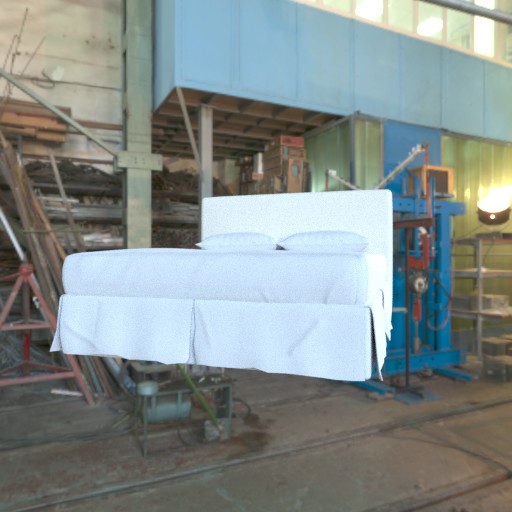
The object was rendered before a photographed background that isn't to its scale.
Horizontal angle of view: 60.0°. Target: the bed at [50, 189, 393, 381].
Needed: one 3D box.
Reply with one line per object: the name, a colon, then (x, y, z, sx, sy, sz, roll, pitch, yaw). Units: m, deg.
bed: (0.000, 0.000, 3.641, 2.119, 1.317, 2.341, 0, 0, 19)
